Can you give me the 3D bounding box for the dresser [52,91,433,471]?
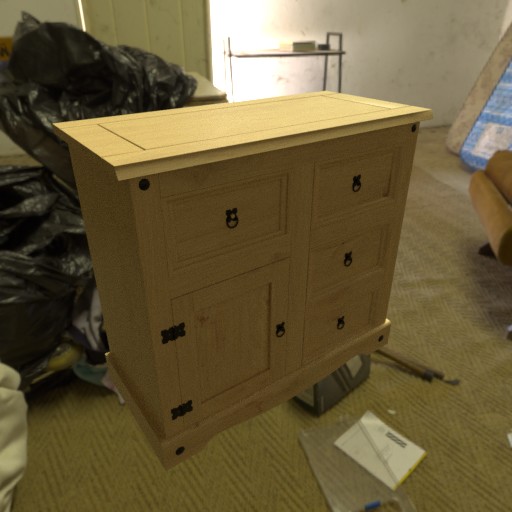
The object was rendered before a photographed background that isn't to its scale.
[{"bbox_3d":[0.000,0.000,1.362,0.915,0.835,0.440,-19,34,-31],"label":"dresser"}]
